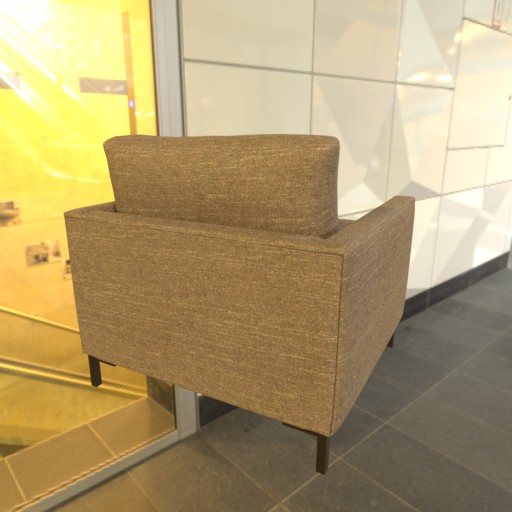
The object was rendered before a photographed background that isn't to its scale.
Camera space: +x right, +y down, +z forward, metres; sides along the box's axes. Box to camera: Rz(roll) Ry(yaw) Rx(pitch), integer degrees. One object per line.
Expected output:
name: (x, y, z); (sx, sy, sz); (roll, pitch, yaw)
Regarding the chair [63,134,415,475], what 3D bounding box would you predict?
chair: (0.000, 0.000, 1.561); (0.940, 0.841, 0.845); (9, 19, 28)
